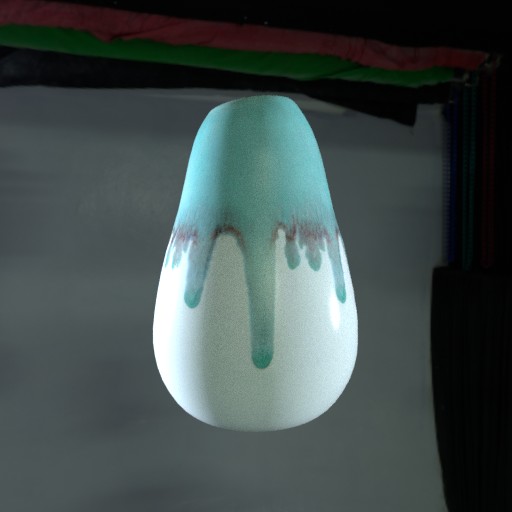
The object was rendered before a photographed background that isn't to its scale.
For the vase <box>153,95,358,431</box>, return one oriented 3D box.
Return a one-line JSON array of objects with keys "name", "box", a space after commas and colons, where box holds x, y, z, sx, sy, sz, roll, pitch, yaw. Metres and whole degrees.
[{"name": "vase", "box": [0.000, 0.000, 0.257, 0.116, 0.179, 0.116, 0, 1, 0]}]
